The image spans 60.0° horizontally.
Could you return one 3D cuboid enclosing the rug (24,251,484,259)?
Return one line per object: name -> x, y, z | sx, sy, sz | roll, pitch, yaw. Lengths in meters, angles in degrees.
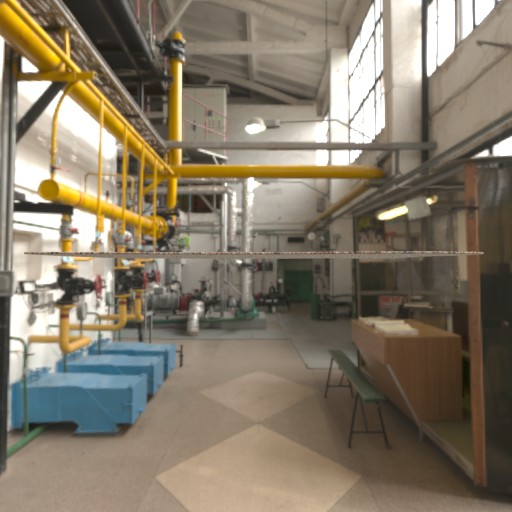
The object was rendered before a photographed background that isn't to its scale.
rug -> 0.000, 0.000, 4.279 | 3.226, 0.024, 2.436 | 0, -1, 1
